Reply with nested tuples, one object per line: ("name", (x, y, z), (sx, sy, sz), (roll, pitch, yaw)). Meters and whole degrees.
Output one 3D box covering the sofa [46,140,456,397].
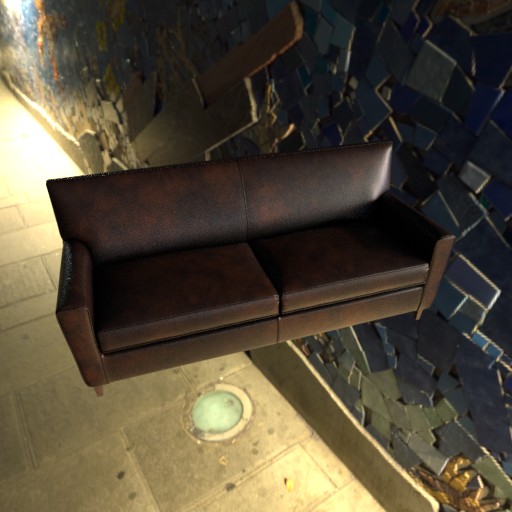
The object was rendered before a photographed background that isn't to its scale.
("sofa", (0.000, 0.000, 2.437), (1.995, 0.871, 0.786), (-10, 34, -15))
